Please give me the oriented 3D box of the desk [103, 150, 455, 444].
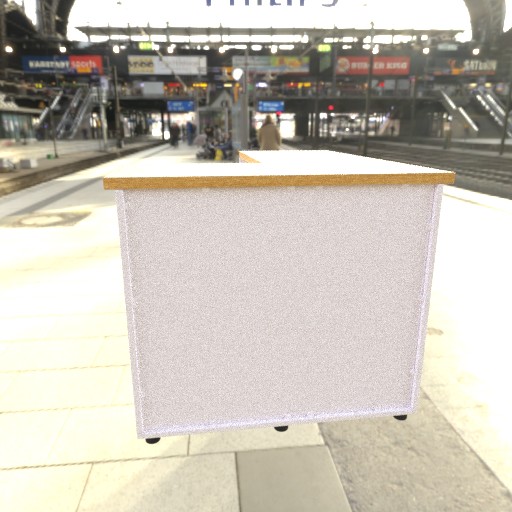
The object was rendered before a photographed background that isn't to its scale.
[{"bbox_3d":[0.000,0.000,1.773,0.900,0.760,1.170,-2,16,-8],"label":"desk"}]
